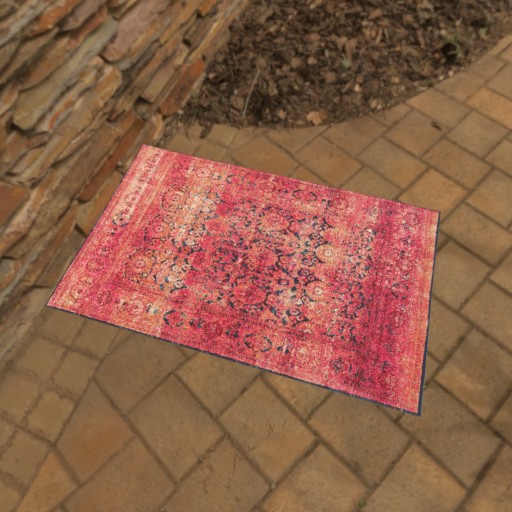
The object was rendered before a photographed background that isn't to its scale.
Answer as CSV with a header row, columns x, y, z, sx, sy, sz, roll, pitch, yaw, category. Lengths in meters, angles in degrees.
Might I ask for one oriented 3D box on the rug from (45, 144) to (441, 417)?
x,y,z,sx,sy,sz,roll,pitch,yaw,category
0.000,0.000,3.122,2.449,0.018,1.539,14,60,9,rug
